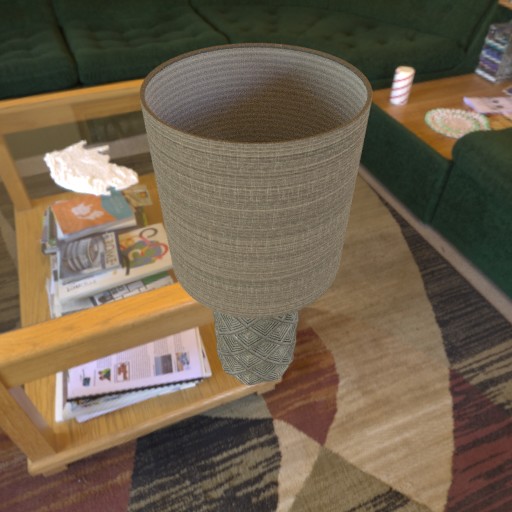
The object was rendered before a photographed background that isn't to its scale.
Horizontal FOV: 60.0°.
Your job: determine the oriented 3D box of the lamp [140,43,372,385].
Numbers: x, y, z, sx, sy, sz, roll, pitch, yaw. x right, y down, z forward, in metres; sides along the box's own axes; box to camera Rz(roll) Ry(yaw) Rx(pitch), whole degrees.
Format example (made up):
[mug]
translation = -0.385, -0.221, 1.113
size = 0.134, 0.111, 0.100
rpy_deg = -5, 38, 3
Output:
[lamp]
translation = 0.000, 0.000, 0.718
size = 0.268, 0.566, 0.269
rpy_deg = -31, 52, -27
